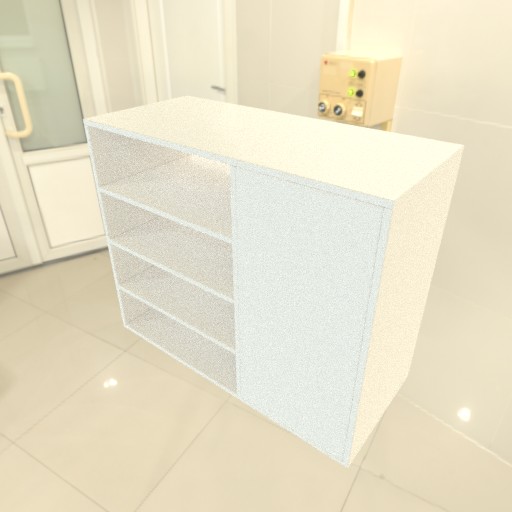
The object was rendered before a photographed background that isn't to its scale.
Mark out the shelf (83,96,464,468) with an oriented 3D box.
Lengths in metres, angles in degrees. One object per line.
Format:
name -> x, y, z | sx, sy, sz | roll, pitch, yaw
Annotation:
shelf -> 0.000, 0.000, 1.298 | 0.895, 0.732, 0.396 | 22, 37, 32
